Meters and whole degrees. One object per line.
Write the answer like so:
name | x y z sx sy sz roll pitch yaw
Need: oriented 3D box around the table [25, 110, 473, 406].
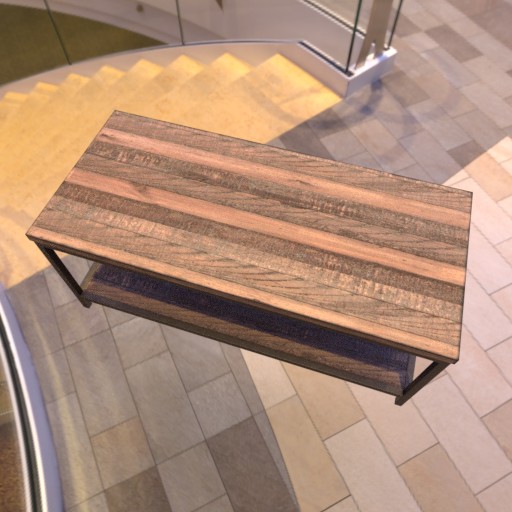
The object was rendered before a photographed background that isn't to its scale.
table | 0.000 0.000 1.239 0.990 0.399 0.452 15 59 9
